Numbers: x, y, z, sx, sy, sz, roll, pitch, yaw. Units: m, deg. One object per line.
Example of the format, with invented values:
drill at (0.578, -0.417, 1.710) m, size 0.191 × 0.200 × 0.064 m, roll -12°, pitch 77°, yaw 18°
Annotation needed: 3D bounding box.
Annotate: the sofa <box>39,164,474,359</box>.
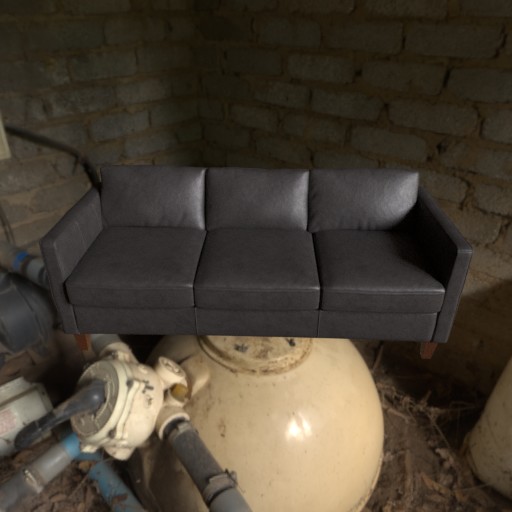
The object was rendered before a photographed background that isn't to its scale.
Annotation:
sofa at (0.000, 0.000, 3.005) m, size 2.464 × 1.006 × 1.045 m, roll 1°, pitch 30°, yaw 2°
